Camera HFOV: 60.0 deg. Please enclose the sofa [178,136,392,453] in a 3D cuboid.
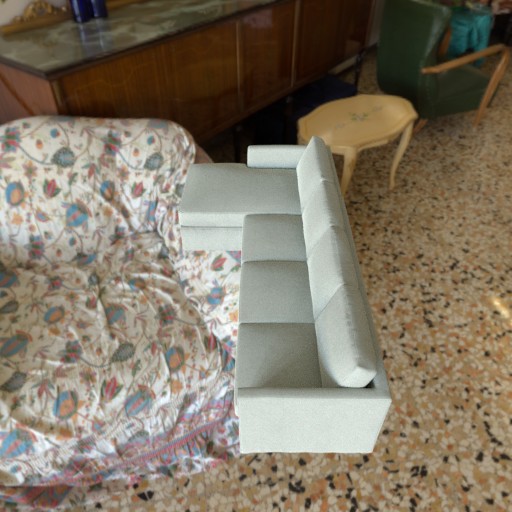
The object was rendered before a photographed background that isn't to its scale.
[{"bbox_3d":[0.000,0.000,3.990,1.650,0.922,3.205,0,41,0],"label":"sofa"}]
